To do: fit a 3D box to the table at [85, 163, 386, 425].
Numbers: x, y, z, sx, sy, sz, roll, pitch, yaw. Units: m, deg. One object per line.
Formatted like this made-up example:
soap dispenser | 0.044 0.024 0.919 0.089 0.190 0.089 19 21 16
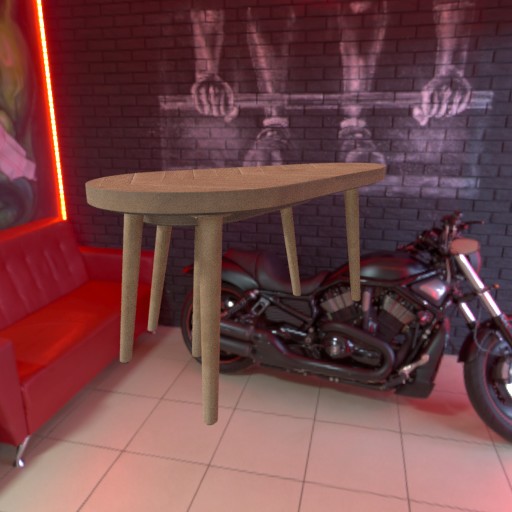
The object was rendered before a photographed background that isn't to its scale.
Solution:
table | 0.000 0.000 1.569 1.190 0.595 0.701 -15 22 -42
